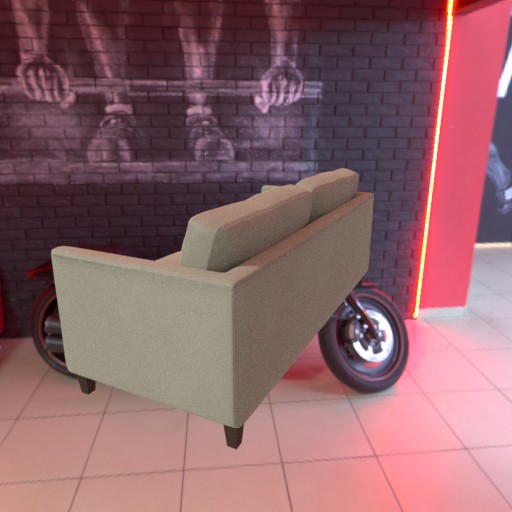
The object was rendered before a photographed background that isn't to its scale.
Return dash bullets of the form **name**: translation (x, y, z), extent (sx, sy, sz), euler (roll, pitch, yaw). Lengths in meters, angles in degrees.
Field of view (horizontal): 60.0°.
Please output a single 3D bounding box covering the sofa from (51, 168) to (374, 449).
- **sofa**: translation (0.000, 0.000, 2.698), extent (0.948, 0.932, 2.181), euler (8, 19, 25)
